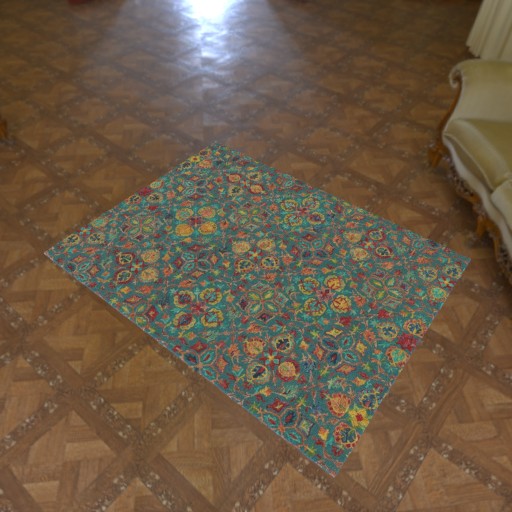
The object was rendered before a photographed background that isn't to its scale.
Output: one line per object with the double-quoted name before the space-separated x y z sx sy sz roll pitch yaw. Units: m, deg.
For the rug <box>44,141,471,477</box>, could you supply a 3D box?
"rug" 0.000 0.000 4.164 3.204 0.025 2.434 30 54 25
